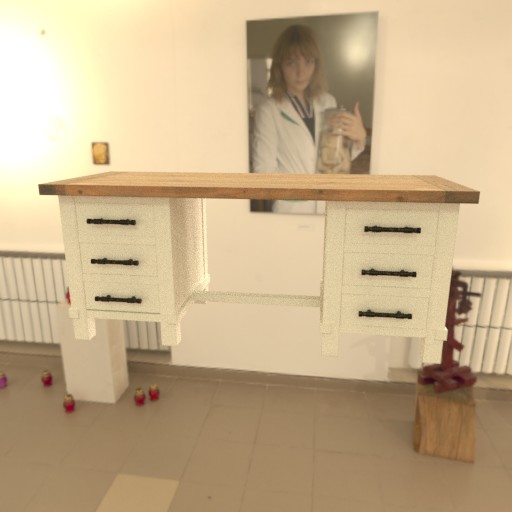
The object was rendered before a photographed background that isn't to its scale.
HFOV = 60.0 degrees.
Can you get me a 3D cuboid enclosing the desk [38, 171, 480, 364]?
[{"bbox_3d":[0.000,0.000,2.222,1.803,0.760,0.688,2,16,8],"label":"desk"}]
